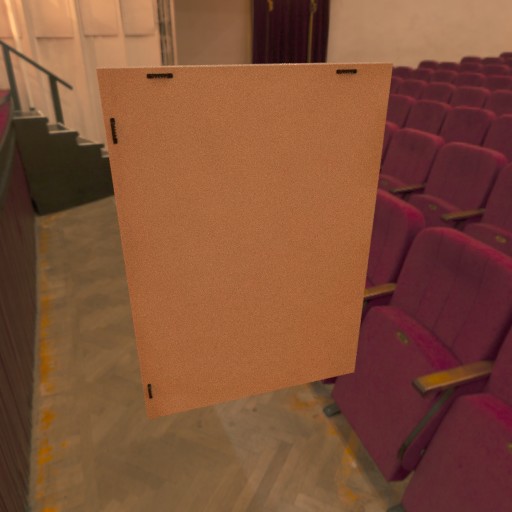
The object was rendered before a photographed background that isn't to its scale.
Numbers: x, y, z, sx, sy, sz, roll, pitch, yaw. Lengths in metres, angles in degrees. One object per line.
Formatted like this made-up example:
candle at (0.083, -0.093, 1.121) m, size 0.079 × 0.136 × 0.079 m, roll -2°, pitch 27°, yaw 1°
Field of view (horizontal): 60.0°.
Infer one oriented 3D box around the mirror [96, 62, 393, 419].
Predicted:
mirror at (0.000, 0.000, 0.896) m, size 0.507 × 0.710 × 0.040 m, roll -8°, pitch 27°, yaw -16°
